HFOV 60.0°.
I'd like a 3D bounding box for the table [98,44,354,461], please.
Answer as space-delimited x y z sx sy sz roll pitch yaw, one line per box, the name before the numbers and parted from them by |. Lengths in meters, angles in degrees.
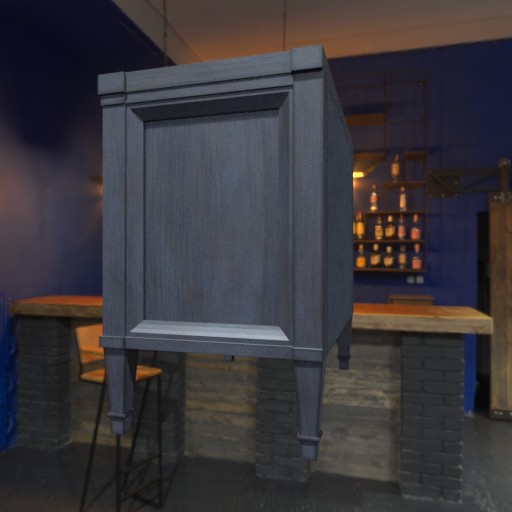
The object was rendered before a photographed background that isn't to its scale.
table | 0.000 0.000 1.066 0.413 0.660 0.660 0 0 16
